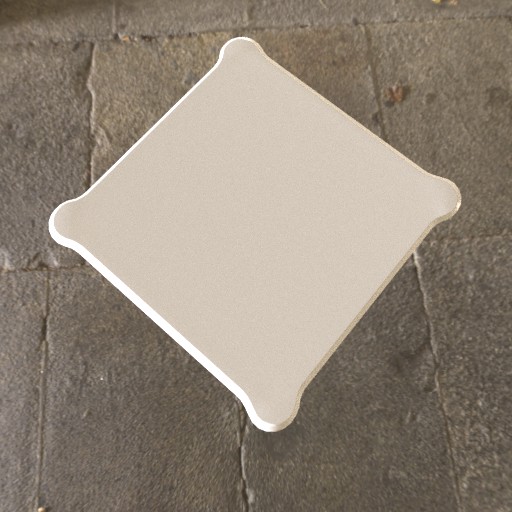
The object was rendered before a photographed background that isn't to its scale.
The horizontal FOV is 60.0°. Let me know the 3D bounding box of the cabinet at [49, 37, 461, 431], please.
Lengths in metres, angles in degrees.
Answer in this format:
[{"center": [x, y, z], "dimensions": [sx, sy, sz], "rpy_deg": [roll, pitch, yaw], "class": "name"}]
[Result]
[{"center": [0.000, 0.000, 1.263], "dimensions": [0.627, 0.761, 0.628], "rpy_deg": [40, 79, 9], "class": "cabinet"}]
